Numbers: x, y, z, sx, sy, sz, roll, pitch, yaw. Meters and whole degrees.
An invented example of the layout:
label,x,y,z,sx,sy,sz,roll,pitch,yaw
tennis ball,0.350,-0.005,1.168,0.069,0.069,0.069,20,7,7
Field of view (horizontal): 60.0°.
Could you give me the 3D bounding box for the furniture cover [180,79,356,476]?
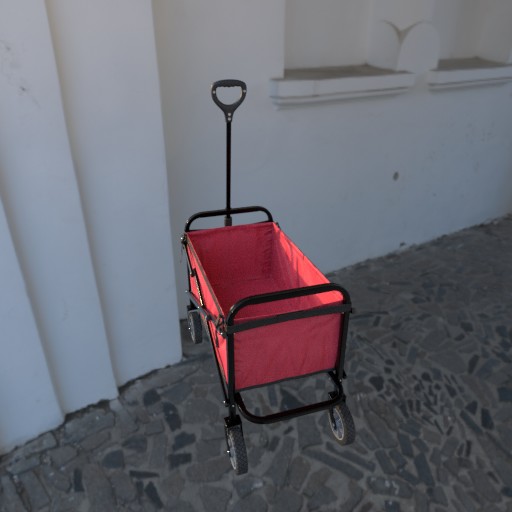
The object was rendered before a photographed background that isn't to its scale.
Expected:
label,x,y,z,sx,sy,sz,roll,pitch,yaw
furniture cover,0.000,0.000,1.820,0.532,1.295,1.038,-8,28,-16
